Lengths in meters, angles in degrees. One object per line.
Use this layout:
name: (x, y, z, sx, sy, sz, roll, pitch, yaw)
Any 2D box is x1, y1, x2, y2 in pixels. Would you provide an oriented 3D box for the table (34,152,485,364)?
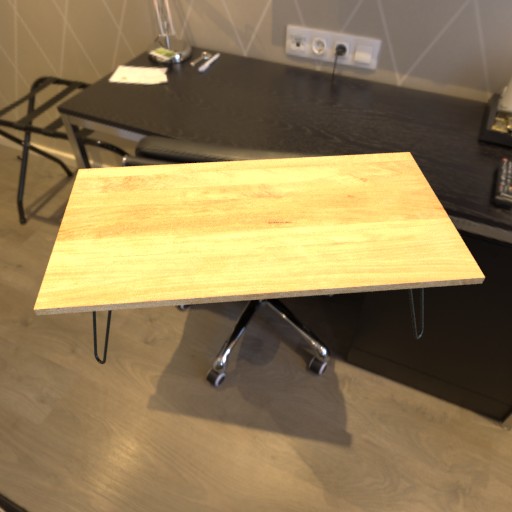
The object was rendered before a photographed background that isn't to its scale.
table: (0.000, 0.000, 1.700, 1.348, 0.400, 0.699, -4, 46, -4)
